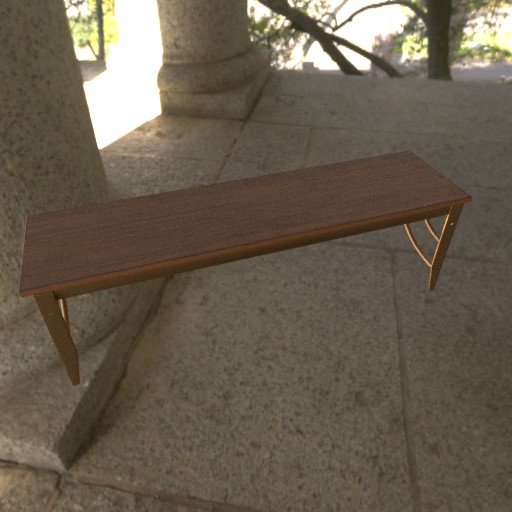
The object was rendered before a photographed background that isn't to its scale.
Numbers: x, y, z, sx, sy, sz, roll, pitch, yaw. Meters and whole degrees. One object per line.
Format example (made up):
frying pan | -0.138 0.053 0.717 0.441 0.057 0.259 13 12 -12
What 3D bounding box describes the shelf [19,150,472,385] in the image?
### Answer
shelf | 0.000 0.000 0.711 0.636 0.190 0.166 -12 41 -14
